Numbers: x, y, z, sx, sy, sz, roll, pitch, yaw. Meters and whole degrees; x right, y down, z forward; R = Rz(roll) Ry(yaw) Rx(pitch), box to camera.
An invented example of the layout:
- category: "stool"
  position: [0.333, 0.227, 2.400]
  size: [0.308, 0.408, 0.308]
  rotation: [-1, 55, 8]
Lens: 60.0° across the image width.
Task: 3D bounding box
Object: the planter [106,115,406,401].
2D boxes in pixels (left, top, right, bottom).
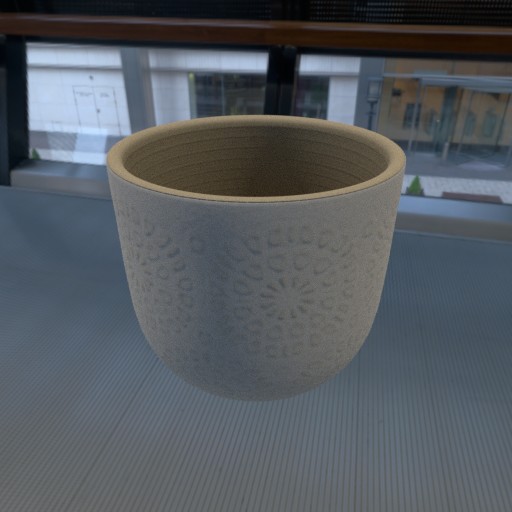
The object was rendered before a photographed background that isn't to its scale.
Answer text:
- category: "planter"
  position: [0.000, 0.000, 0.217]
  size: [0.124, 0.109, 0.124]
  rotation: [0, 30, 0]
